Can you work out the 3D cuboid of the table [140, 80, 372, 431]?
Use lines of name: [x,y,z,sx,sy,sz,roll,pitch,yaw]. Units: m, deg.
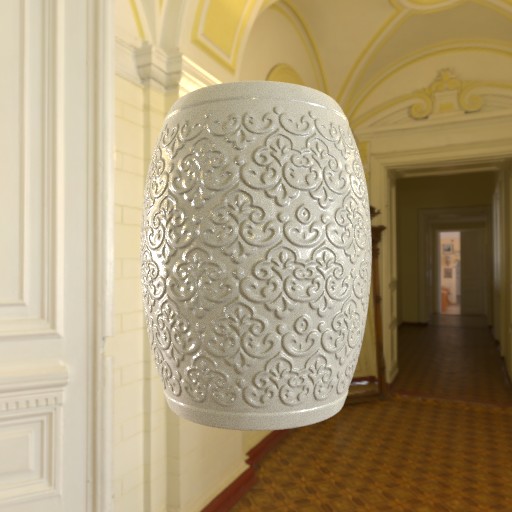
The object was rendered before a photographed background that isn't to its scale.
table: [0.000,0.000,0.611,0.309,0.397,0.309,0,-1,0]
